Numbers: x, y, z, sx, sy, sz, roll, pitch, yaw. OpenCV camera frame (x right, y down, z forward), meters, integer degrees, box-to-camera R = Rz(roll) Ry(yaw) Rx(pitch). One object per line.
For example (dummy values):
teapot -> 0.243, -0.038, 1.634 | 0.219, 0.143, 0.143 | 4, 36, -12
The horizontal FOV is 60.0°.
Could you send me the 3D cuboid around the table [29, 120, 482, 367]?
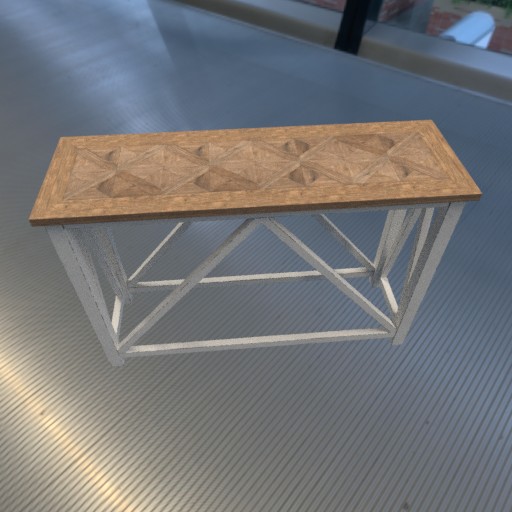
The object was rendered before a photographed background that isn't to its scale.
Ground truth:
table -> 0.000, 0.000, 1.854 | 1.400, 0.930, 0.450 | -4, 47, -3
